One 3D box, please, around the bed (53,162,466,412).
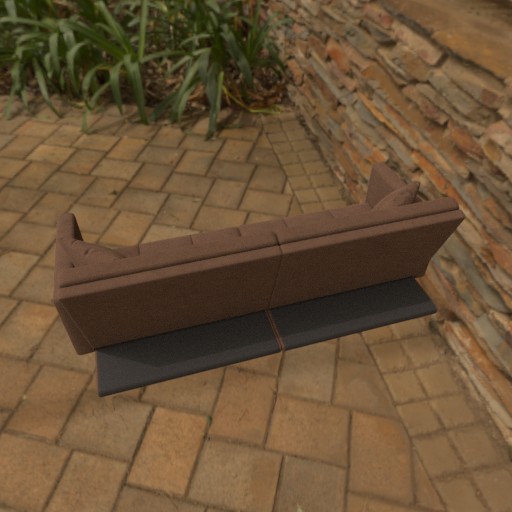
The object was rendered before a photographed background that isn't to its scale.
[{"bbox_3d":[0.000,0.000,2.295,1.905,0.787,0.889,-11,43,-12],"label":"bed"}]
